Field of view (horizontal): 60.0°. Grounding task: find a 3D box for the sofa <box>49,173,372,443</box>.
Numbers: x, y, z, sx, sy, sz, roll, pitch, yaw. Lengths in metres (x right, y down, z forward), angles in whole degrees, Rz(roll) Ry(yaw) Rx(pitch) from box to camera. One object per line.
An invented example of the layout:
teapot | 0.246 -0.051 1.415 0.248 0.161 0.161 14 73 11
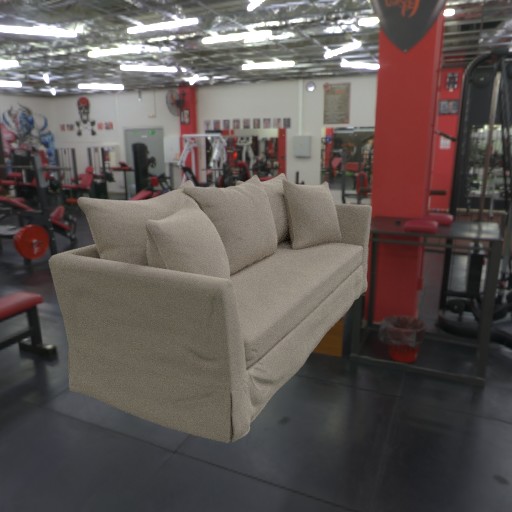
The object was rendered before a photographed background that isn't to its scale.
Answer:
sofa | 0.000 0.000 3.037 1.046 1.047 2.499 7 16 26
